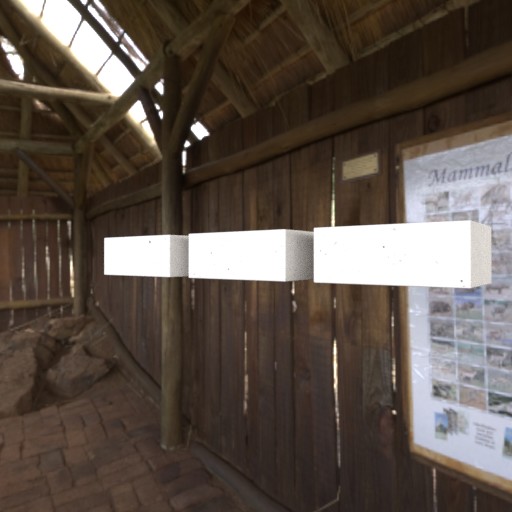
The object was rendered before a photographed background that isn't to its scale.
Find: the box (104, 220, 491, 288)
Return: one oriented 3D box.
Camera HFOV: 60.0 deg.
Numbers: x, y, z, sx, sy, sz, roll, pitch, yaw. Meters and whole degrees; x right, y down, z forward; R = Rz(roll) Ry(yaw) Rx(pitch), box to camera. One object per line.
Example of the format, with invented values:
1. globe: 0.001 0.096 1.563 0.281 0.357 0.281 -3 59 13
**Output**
1. box: 0.000 0.000 0.499 0.461 0.051 0.082 0 0 37
